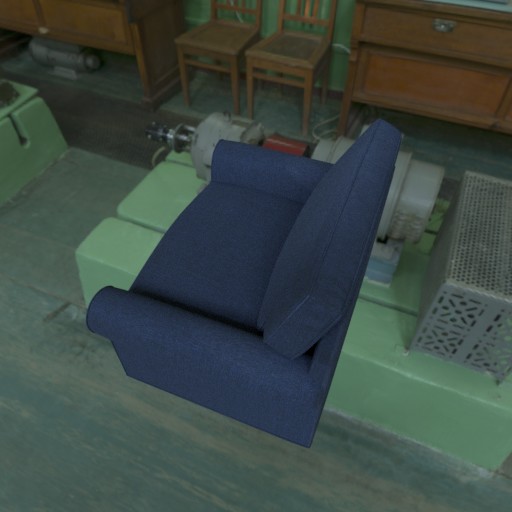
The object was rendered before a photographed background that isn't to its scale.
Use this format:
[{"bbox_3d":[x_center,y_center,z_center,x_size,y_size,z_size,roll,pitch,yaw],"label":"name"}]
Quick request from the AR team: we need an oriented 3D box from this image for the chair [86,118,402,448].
[{"bbox_3d":[0.000,0.000,2.026,0.963,1.044,1.285,17,50,14],"label":"chair"}]
